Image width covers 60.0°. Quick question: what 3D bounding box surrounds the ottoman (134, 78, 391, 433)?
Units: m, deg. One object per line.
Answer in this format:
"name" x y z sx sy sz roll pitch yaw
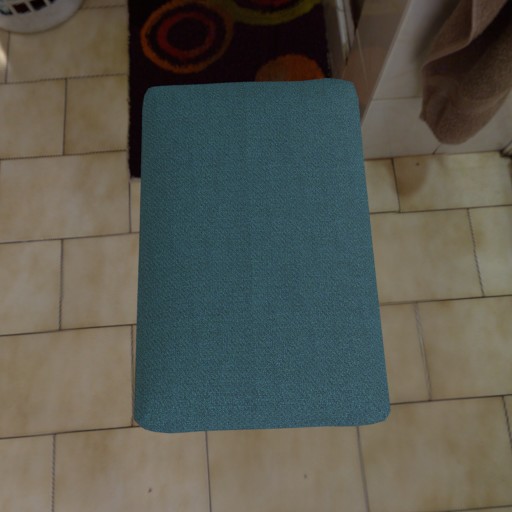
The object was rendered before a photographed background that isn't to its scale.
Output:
"ottoman" 0.000 0.000 1.206 0.563 0.498 0.856 -2 76 -1
